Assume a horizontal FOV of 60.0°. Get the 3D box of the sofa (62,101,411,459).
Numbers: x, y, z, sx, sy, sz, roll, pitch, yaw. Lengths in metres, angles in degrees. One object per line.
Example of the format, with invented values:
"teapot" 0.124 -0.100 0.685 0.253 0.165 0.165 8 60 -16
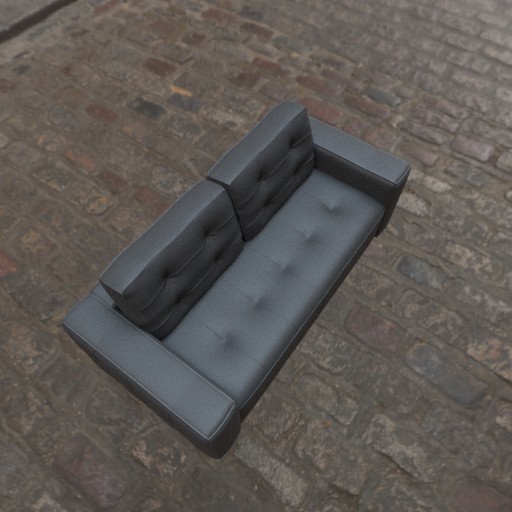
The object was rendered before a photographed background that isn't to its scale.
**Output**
"sofa" 0.000 0.000 2.250 0.833 0.893 1.726 32 63 18
